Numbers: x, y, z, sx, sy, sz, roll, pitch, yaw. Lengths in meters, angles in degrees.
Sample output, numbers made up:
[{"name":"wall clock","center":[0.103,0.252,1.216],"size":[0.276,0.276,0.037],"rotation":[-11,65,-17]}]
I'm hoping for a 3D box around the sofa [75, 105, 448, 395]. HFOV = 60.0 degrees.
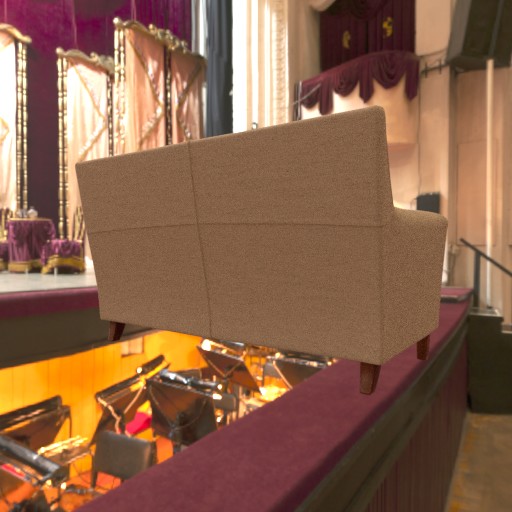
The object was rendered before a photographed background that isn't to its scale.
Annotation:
[{"name":"sofa","center":[0.000,0.000,2.020],"size":[1.482,0.892,0.891],"rotation":[1,2,36]}]
